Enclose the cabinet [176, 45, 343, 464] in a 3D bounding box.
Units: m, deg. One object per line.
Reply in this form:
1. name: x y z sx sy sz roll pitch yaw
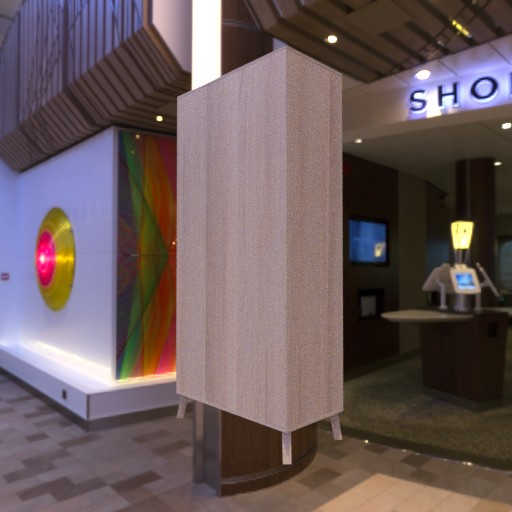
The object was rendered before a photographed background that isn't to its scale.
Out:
1. cabinet: 0.000 0.000 2.703 0.969 1.957 1.272 0 -1 1
